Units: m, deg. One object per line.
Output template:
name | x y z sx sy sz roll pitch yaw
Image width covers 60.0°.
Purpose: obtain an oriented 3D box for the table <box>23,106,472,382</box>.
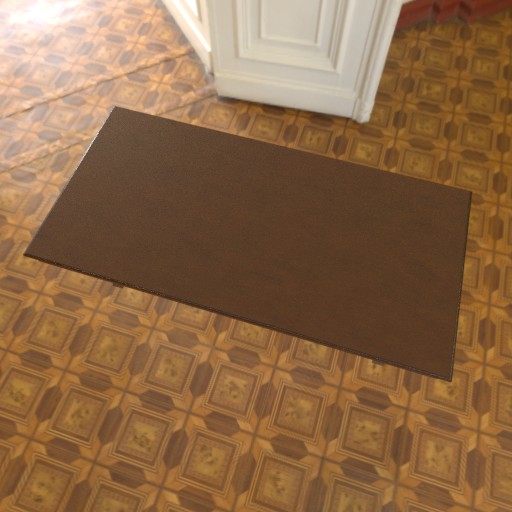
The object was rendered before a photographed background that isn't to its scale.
table | 0.000 0.000 1.501 1.197 0.459 0.594 15 64 8
